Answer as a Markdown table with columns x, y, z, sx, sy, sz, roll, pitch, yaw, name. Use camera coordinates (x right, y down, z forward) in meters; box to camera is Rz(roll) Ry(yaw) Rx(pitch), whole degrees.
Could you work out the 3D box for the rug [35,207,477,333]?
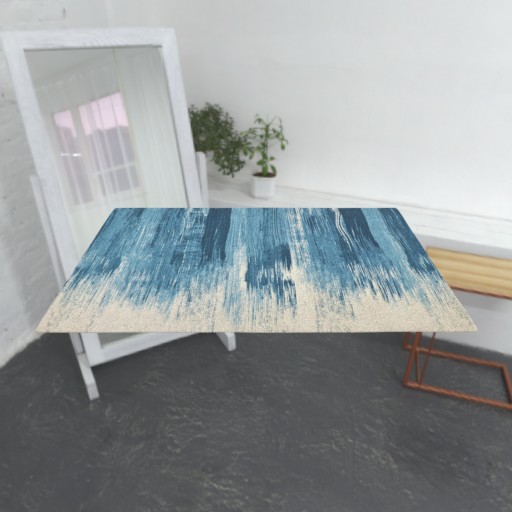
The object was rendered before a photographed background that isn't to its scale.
| x | y | z | sx | sy | sz | roll | pitch | yaw | name |
| --- | --- | --- | --- | --- | --- | --- | --- | --- | --- |
| 0.000 | 0.000 | 2.349 | 1.836 | 0.009 | 1.232 | 0 | 31 | 0 | rug |
